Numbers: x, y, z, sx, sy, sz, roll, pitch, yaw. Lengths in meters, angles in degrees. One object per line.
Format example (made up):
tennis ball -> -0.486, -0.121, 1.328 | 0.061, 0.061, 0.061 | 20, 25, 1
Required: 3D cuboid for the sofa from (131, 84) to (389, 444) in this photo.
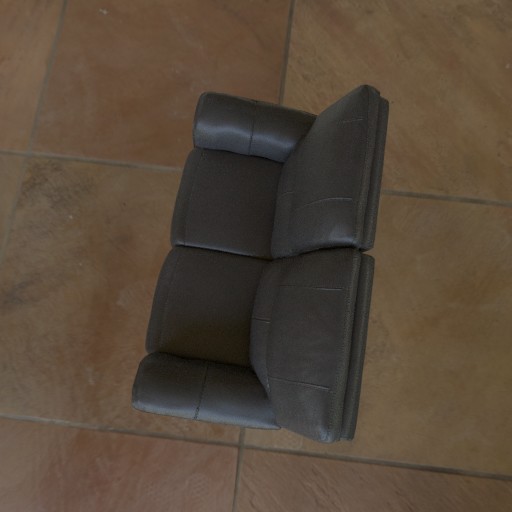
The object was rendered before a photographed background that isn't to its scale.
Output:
sofa -> 0.000, 0.000, 2.443 | 1.104, 1.111, 1.765 | 9, 77, 2
